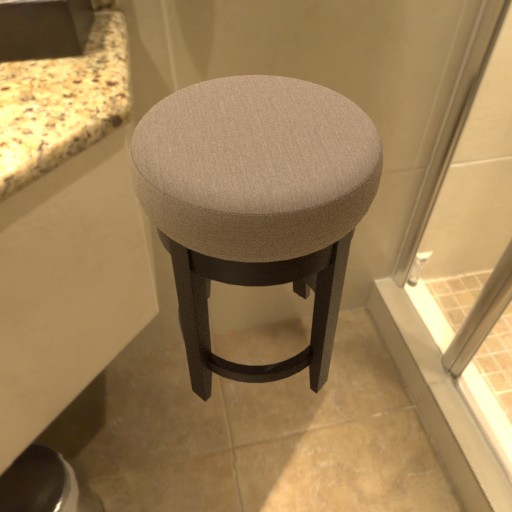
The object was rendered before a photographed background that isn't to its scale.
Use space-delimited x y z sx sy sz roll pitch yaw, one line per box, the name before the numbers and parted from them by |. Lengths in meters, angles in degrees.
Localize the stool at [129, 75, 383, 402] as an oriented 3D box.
stool | 0.000 0.000 0.983 0.443 0.672 0.443 0 46 0
